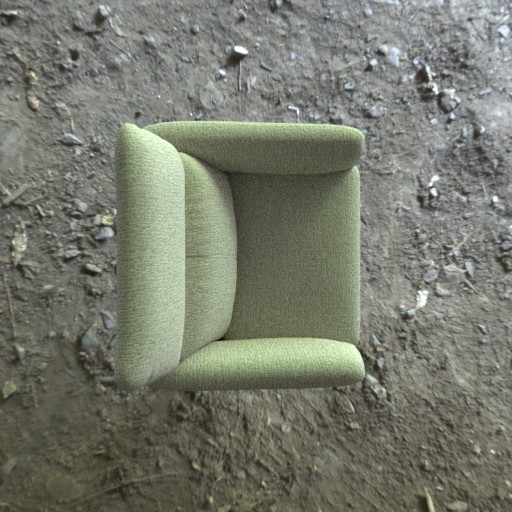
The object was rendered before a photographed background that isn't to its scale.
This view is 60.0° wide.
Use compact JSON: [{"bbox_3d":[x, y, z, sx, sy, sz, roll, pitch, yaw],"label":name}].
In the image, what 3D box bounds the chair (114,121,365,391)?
[{"bbox_3d":[0.000,0.000,1.680,0.835,0.967,0.972,0,90,1],"label":"chair"}]
